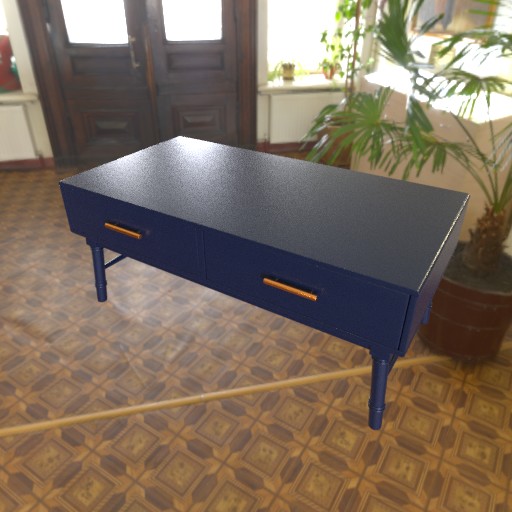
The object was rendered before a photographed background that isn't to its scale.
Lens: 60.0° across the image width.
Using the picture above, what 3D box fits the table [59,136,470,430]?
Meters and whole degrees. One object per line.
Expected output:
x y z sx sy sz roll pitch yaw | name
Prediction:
0.000 0.000 1.396 1.067 0.457 0.572 18 36 27 | table
